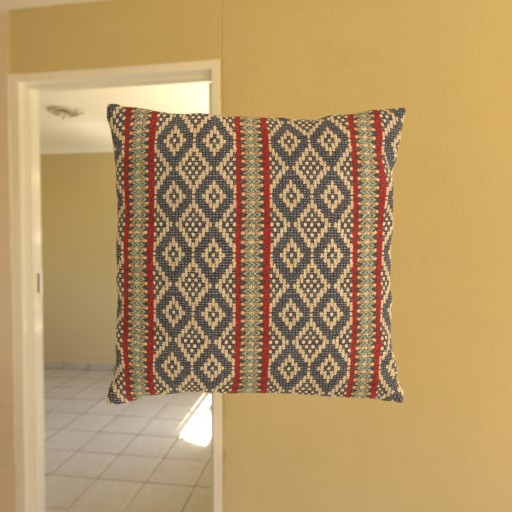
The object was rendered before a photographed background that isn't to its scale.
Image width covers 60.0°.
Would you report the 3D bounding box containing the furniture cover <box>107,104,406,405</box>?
[{"bbox_3d":[0.000,0.000,0.641,0.431,0.431,0.139,0,2,-1],"label":"furniture cover"}]
